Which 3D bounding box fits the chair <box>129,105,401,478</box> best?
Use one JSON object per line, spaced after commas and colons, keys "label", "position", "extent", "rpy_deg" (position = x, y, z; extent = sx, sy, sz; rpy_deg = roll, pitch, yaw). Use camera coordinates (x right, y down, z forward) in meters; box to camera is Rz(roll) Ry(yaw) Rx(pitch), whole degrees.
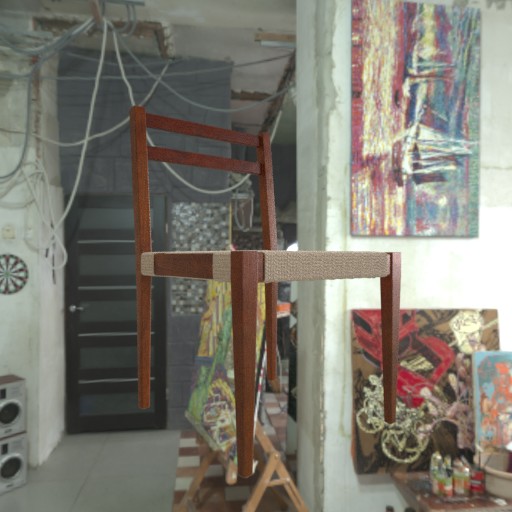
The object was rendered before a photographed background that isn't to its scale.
{"label": "chair", "position": [0.000, 0.000, 1.200], "extent": [0.495, 0.851, 0.569], "rpy_deg": [0, 0, -37]}
